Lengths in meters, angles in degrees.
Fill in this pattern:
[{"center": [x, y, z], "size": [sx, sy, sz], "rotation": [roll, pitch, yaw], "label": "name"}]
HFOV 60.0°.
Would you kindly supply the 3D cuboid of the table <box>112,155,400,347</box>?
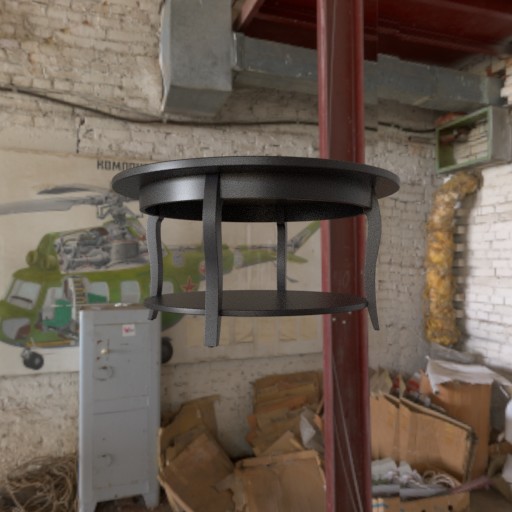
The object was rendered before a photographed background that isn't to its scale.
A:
[{"center": [0.000, 0.000, 1.475], "size": [0.914, 0.457, 0.914], "rotation": [0, 0, 0], "label": "table"}]
